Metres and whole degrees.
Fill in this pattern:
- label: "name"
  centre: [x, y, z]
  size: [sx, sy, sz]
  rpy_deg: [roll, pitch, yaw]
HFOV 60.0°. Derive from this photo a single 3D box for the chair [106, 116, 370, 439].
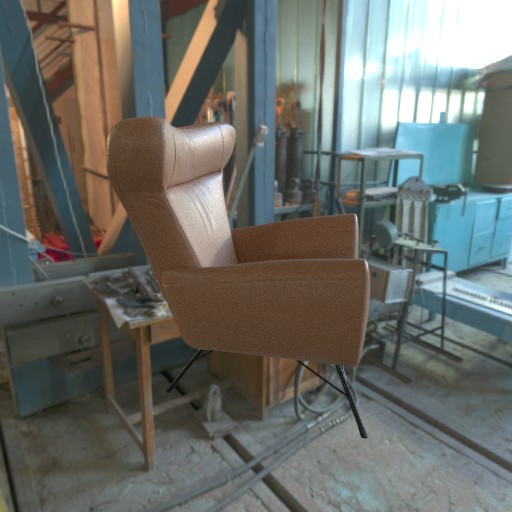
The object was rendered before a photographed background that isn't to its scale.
- label: "chair"
  centre: [0.000, 0.000, 1.780]
  size: [0.900, 1.050, 0.980]
  rpy_deg: [3, 16, 10]
